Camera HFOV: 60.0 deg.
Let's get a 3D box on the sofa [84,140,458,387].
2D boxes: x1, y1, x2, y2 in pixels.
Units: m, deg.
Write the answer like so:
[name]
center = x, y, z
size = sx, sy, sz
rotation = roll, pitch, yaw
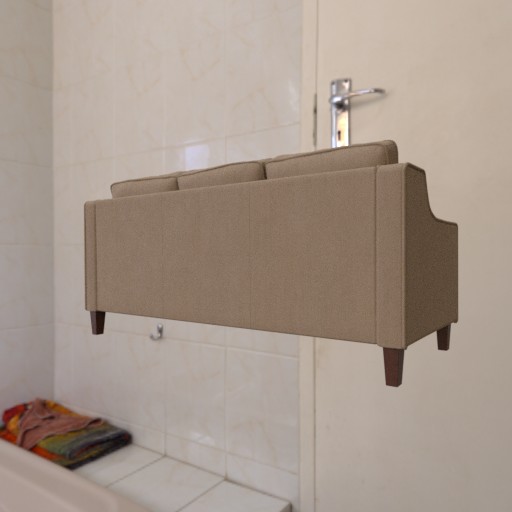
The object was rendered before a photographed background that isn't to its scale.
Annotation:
[sofa]
center = 0.000, 0.000, 2.541
size = 1.986, 0.974, 0.911
rotation = 0, 0, 36
